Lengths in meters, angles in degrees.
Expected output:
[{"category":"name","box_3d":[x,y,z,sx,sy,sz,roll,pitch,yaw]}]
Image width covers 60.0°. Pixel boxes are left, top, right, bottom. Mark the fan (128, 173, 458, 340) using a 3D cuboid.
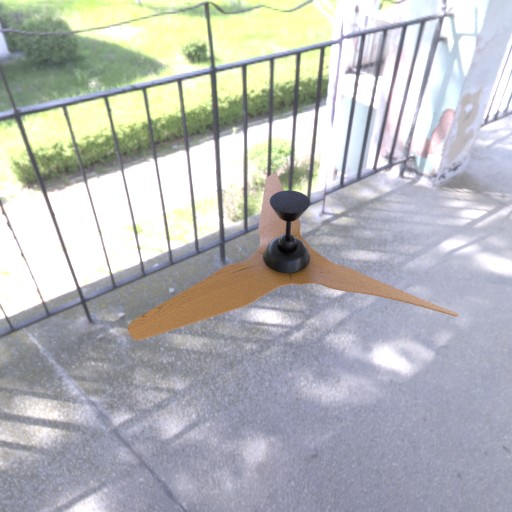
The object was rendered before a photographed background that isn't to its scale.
[{"category":"fan","box_3d":[0.000,0.000,1.624,1.010,0.355,1.142,-25,47,-26]}]
